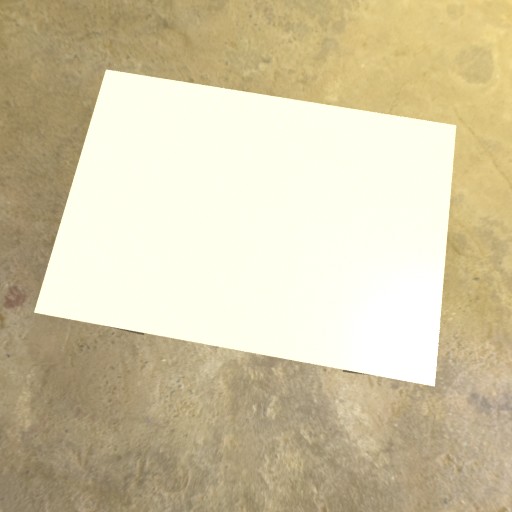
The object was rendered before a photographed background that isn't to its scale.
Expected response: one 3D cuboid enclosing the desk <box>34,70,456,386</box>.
[{"bbox_3d":[0.000,0.000,1.320,0.811,0.766,0.573,10,77,2],"label":"desk"}]
